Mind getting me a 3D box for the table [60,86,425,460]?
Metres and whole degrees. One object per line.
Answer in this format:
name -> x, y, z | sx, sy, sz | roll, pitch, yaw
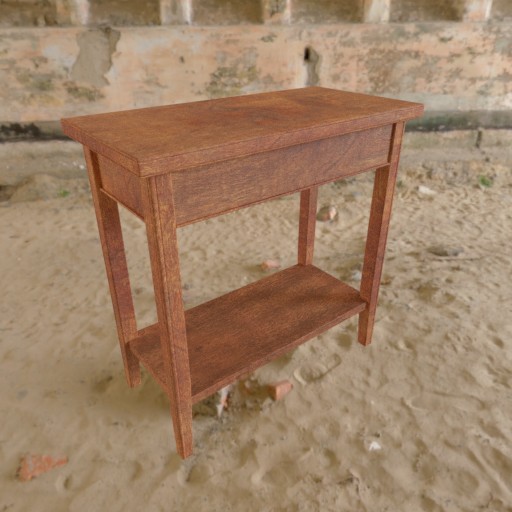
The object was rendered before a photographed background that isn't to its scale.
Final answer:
table -> 0.000, 0.000, 0.961 | 0.610, 0.610, 0.305 | -21, 35, -33
